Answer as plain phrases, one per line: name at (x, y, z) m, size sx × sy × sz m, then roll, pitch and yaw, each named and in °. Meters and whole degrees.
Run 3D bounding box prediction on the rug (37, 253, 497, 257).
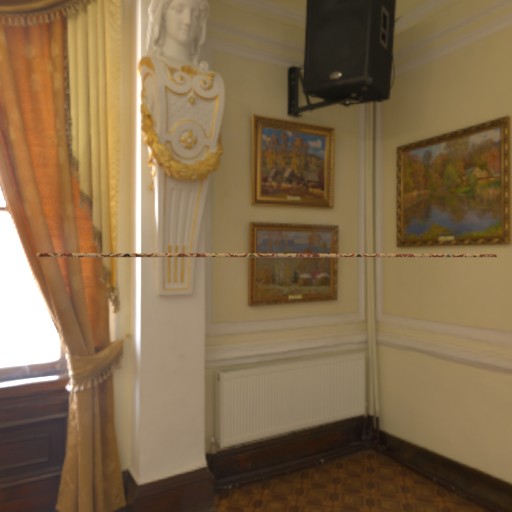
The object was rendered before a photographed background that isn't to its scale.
rug at (0.000, 0.000, 2.816) m, size 2.297 × 0.018 × 1.541 m, roll 0°, pitch 0°, yaw -18°
